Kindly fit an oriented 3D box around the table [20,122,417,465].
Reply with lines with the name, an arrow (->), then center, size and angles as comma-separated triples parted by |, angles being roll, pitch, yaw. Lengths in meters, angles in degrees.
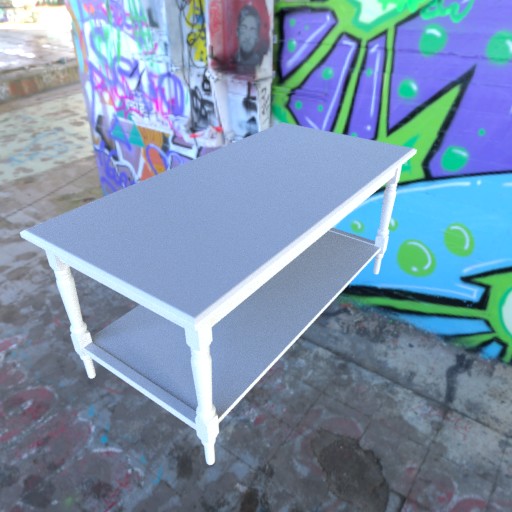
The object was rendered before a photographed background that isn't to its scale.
table -> 0.000, 0.000, 1.403 | 0.551, 0.506, 1.109 | 21, 38, 30
